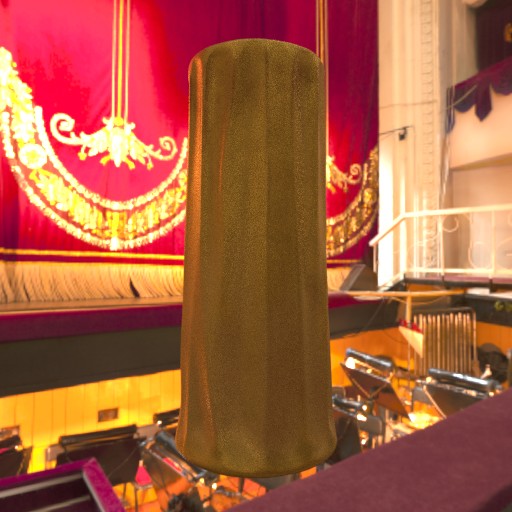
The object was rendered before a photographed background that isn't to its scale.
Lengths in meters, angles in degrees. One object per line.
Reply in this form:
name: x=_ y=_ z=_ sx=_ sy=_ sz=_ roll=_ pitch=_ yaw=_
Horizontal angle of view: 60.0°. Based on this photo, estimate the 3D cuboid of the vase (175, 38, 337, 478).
vase: x=0.000 y=0.000 z=0.170 sx=0.061 sy=0.143 sz=0.061 roll=0 pitch=-1 yaw=0
